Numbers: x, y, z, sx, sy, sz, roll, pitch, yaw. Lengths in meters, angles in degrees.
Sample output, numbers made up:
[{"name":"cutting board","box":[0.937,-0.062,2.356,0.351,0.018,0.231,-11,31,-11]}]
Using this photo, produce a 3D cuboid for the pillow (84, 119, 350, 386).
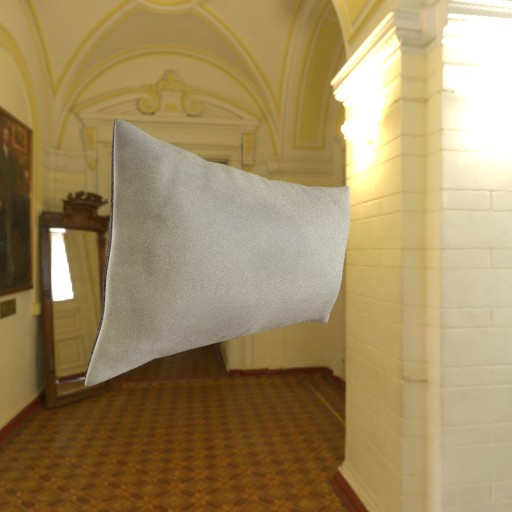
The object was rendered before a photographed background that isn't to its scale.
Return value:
[{"name":"pillow","box":[0.000,0.000,0.747,0.156,0.305,0.608,0,0,36]}]
